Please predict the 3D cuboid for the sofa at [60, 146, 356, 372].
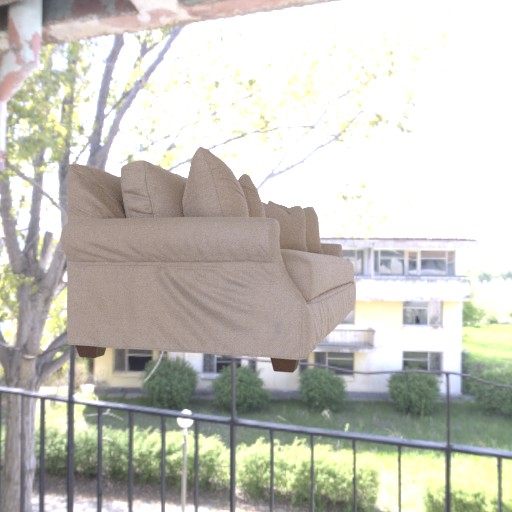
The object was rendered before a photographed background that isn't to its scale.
[{"bbox_3d":[0.000,0.000,2.762,1.067,0.904,2.285,0,-1,17],"label":"sofa"}]
